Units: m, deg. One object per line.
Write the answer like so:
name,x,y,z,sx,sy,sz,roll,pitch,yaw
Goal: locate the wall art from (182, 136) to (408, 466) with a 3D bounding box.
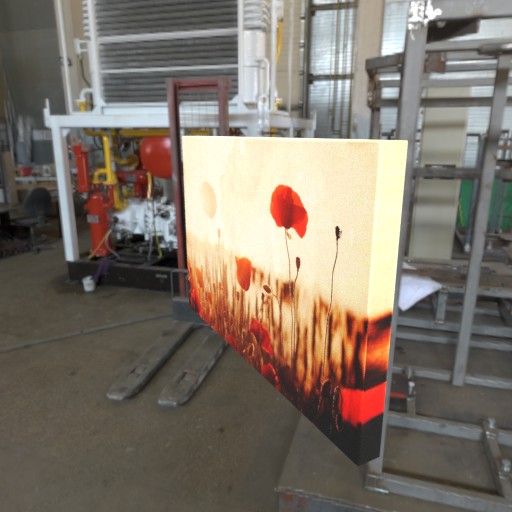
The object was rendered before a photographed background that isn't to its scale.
wall art,0.000,0.000,0.778,0.040,0.402,0.613,-8,18,-27
